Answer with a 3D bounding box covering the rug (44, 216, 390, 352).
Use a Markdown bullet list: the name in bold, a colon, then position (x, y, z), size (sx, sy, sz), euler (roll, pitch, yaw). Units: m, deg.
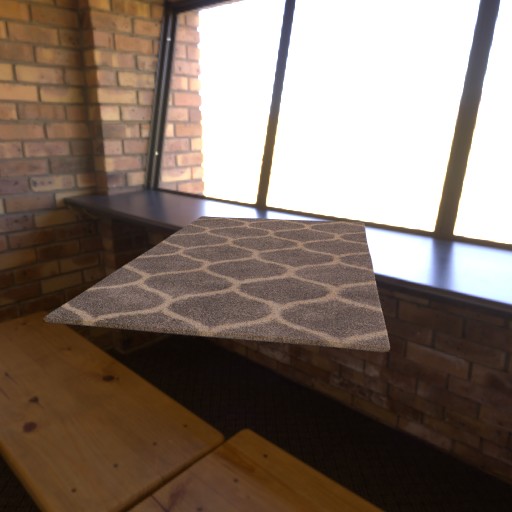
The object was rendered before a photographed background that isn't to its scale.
- **rug**: position (0.000, 0.000, 2.946), size (1.501, 0.025, 2.348), euler (3, 17, 10)
